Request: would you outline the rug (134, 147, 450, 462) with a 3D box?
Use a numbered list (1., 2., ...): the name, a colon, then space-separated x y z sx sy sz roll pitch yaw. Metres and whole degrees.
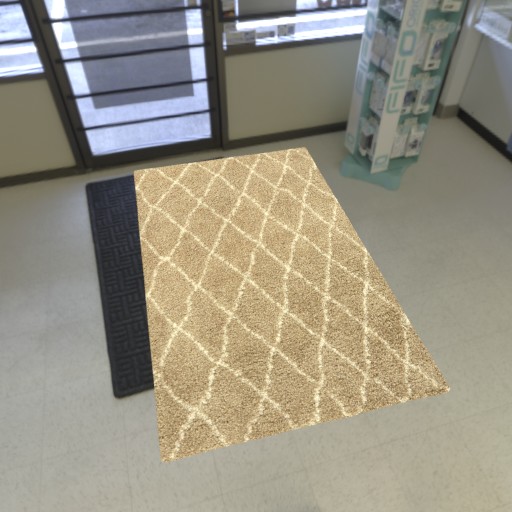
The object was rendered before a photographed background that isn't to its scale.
1. rug: 0.000 0.000 3.043 1.524 0.030 2.438 -10 46 -10
